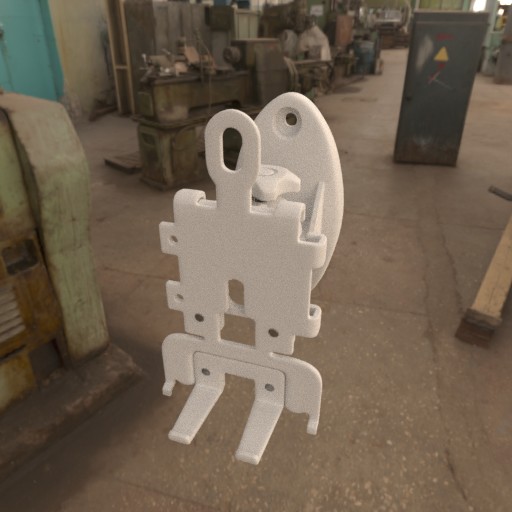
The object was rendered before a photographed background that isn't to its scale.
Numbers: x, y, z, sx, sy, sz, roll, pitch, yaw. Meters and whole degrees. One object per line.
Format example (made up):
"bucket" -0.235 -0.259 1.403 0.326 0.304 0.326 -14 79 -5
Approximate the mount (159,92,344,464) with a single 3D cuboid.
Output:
"mount" 0.000 0.000 0.173 0.066 0.118 0.100 9 30 16
